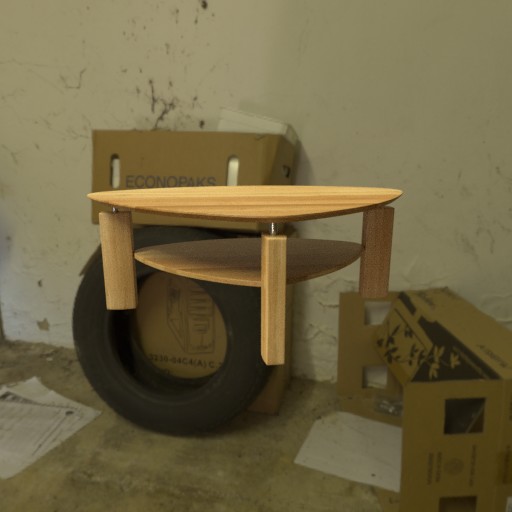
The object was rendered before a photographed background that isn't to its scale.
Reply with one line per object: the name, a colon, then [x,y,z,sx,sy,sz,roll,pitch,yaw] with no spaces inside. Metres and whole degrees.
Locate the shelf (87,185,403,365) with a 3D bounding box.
shelf: [0.000,0.000,1.648,1.240,0.439,0.863,-2,14,-7]
